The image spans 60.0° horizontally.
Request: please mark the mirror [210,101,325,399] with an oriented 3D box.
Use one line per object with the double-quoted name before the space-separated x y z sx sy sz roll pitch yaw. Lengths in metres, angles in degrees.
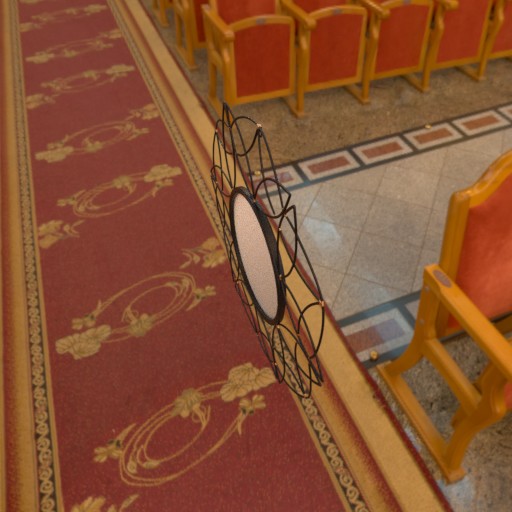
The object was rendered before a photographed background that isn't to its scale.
"mirror" 0.000 0.000 1.188 0.028 0.775 0.797 -16 49 -14
